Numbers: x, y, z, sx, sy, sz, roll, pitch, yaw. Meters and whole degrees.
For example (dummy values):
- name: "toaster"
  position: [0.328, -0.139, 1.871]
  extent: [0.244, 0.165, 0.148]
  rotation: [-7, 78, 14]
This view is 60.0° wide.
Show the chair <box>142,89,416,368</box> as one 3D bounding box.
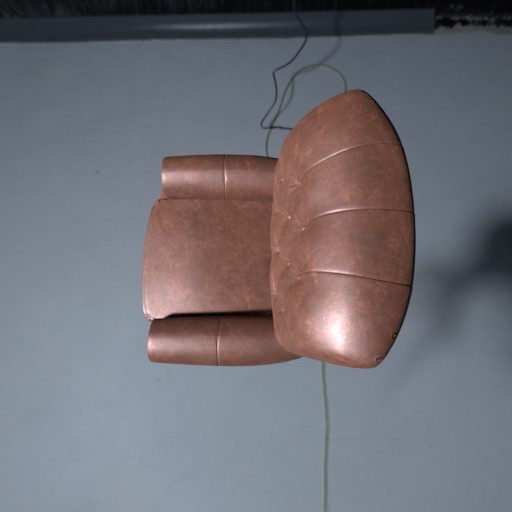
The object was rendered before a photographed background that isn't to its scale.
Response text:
- name: "chair"
  position: [0.000, 0.000, 1.955]
  extent: [1.031, 1.162, 0.979]
  rotation: [1, 74, 0]
